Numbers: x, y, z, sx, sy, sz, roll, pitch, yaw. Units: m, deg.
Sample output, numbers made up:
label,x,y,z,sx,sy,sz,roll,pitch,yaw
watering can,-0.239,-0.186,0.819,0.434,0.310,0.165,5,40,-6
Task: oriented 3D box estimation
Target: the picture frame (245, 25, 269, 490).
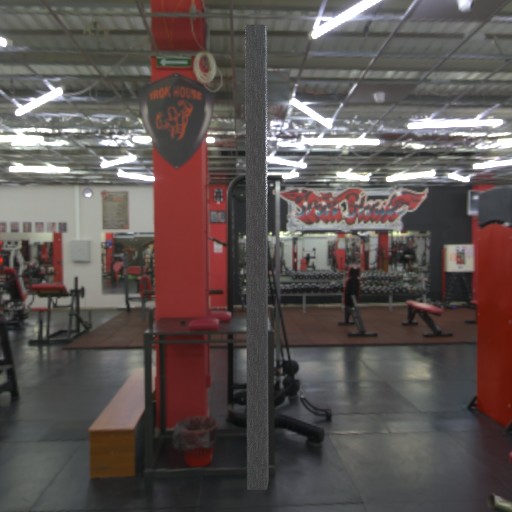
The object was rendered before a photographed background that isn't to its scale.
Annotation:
label,x,y,z,sx,sy,sz,roll,pitch,yaw
picture frame,0.000,0.000,0.759,0.029,0.559,0.454,0,1,0
